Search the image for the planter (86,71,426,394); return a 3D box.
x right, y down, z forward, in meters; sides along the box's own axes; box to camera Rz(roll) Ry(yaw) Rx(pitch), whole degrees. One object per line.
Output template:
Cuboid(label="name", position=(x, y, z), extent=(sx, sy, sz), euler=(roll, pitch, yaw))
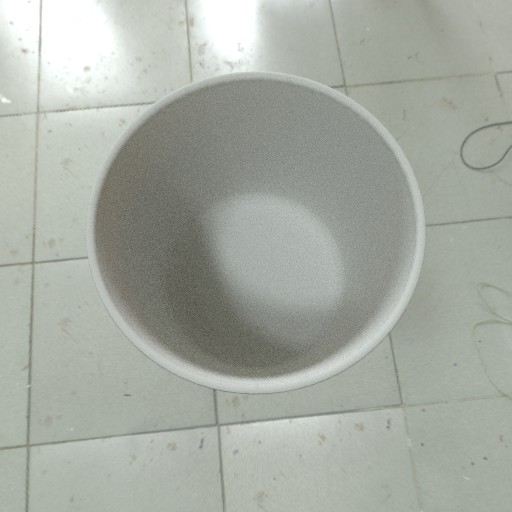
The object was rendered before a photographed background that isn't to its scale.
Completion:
Cuboid(label="planter", position=(0.000, 0.000, 0.766), extent=(0.440, 0.398, 0.440), euler=(0, 75, 0))
